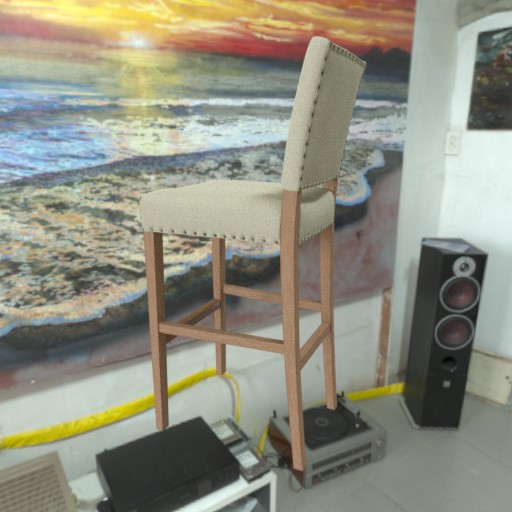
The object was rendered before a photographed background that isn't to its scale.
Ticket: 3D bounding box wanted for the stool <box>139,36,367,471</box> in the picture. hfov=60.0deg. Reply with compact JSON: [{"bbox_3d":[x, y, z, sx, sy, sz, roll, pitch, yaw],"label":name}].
[{"bbox_3d":[0.000,0.000,1.376,0.546,1.143,0.428,7,17,25],"label":"stool"}]
